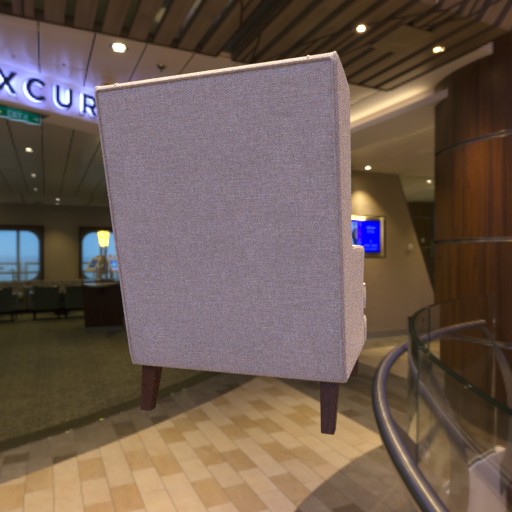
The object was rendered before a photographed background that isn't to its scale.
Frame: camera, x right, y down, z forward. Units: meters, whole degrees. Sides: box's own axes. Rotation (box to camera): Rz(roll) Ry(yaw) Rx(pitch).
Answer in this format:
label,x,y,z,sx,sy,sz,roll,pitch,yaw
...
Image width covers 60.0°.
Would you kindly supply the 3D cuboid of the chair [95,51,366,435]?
label,x,y,z,sx,sy,sz,roll,pitch,yaw
chair,0.000,0.000,1.702,0.764,1.082,0.948,0,0,19
